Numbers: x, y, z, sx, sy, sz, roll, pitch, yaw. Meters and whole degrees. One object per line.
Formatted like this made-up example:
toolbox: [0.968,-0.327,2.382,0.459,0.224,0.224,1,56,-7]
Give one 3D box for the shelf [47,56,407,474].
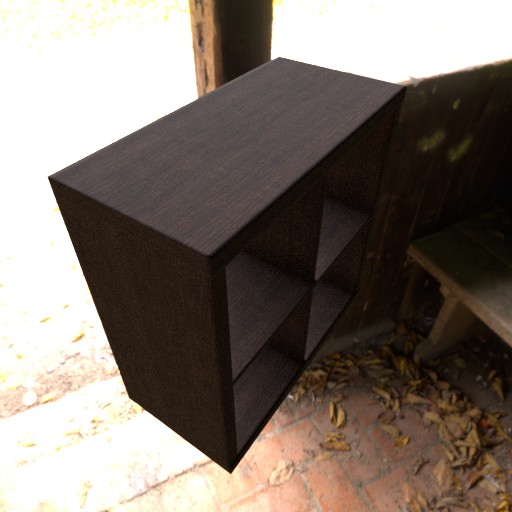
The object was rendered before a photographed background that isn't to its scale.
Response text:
shelf: [0.000,0.000,1.240,0.390,0.786,0.790,25,48,25]
